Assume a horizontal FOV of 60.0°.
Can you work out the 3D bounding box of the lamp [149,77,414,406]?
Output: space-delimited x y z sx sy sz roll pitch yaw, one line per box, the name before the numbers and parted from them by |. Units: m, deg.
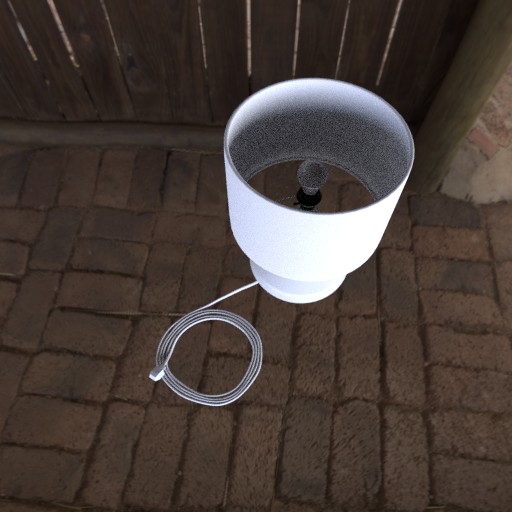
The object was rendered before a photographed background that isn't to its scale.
lamp | 0.000 0.000 0.865 0.546 0.457 0.401 -15 60 -9
